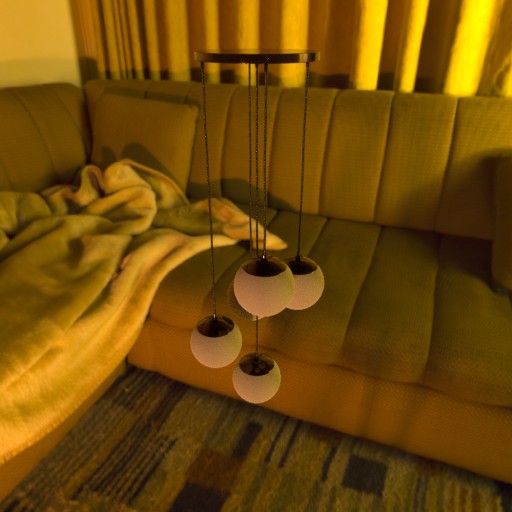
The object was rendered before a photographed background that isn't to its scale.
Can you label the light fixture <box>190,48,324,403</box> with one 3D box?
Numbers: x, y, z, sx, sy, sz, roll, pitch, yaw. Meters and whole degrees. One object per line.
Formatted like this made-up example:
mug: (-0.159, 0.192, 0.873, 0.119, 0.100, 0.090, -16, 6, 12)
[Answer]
light fixture: (0.000, 0.000, 1.511, 0.484, 1.271, 0.489, 0, 27, 1)
